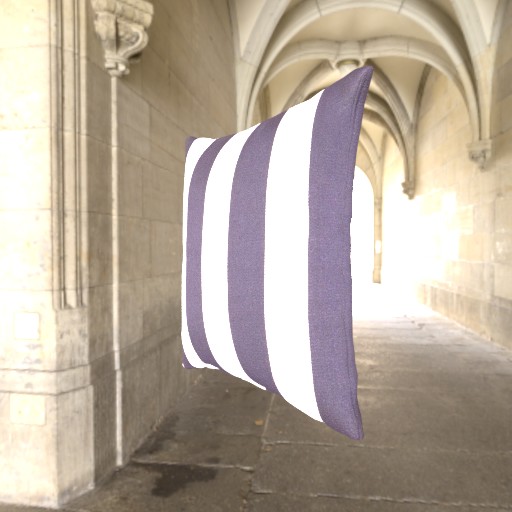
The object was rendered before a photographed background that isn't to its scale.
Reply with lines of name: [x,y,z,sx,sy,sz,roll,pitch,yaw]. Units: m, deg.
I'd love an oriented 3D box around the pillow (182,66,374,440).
pillow: [0.000,0.000,0.817,0.189,0.526,0.536,-1,2,-37]
